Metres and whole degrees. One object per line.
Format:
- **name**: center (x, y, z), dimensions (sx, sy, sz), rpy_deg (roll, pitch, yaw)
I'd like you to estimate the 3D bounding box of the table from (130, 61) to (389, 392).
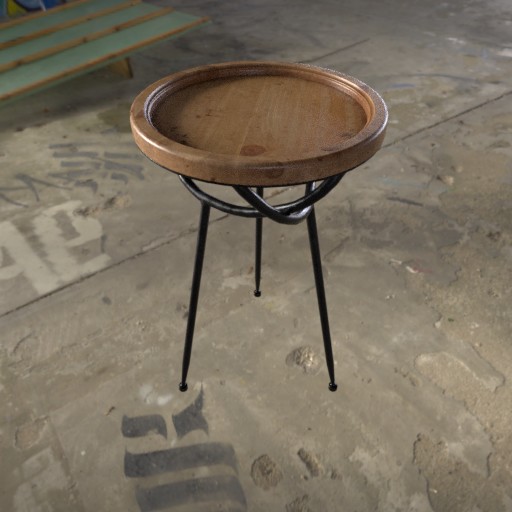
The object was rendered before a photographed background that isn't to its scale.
- **table**: center (0.000, 0.000, 0.933), dimensions (0.418, 0.664, 0.414), rpy_deg (-11, 42, -13)
